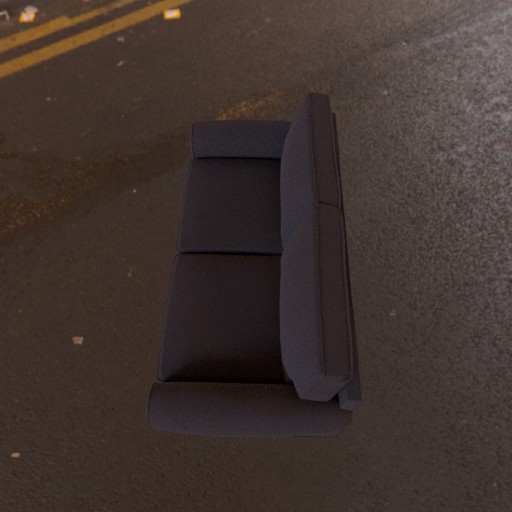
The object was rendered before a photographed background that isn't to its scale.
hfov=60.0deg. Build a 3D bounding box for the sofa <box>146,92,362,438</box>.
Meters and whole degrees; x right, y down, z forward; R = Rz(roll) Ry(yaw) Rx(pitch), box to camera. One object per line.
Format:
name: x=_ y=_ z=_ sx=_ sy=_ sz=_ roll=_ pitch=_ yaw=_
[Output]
sofa: x=0.000 y=0.000 z=2.581 sx=0.951 sy=1.031 sz=2.009 roll=2 pitch=58 yaw=1
